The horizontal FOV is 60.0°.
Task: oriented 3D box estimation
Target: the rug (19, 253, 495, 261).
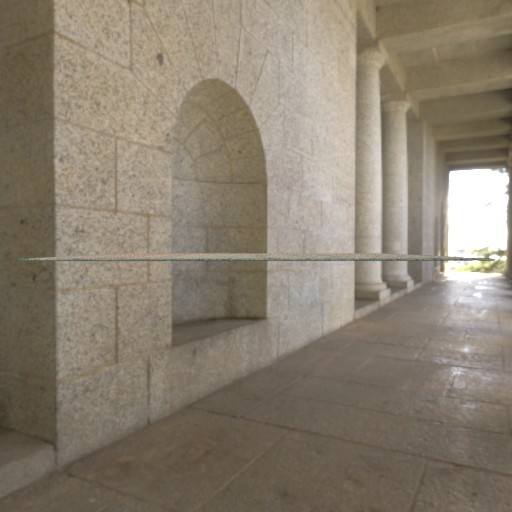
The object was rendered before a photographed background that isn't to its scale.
[{"bbox_3d":[0.000,0.000,4.049,3.050,0.016,2.441,0,1,-1],"label":"rug"}]
